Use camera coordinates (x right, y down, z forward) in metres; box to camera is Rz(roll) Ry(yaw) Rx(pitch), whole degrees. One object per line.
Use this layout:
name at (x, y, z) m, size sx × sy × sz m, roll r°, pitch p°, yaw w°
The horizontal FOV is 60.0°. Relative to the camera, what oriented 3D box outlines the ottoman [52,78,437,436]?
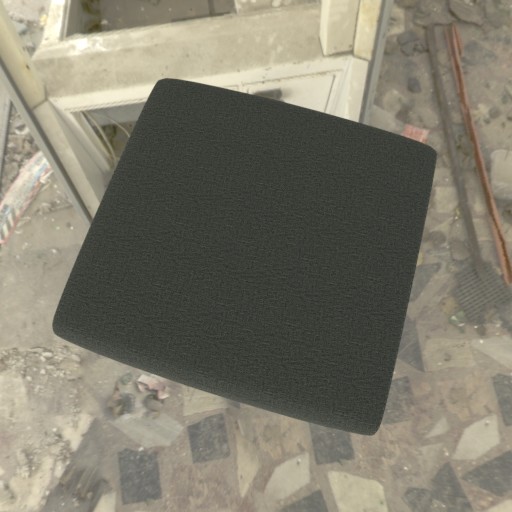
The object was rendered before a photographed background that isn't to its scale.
ottoman at (0.000, 0.000, 1.053) m, size 0.650 × 0.398 × 0.649 m, roll 16°, pitch 74°, yaw 5°
